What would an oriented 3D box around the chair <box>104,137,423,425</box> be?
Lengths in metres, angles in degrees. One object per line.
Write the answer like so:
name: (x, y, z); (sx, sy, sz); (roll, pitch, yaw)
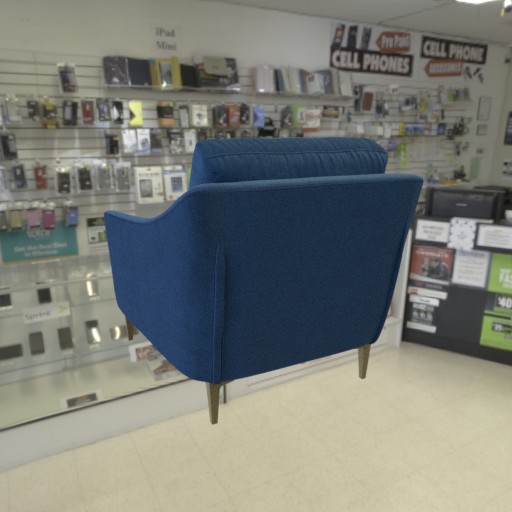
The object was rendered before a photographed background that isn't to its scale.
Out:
chair: (0.000, 0.000, 1.723); (0.987, 0.899, 0.961); (-8, 18, -25)
